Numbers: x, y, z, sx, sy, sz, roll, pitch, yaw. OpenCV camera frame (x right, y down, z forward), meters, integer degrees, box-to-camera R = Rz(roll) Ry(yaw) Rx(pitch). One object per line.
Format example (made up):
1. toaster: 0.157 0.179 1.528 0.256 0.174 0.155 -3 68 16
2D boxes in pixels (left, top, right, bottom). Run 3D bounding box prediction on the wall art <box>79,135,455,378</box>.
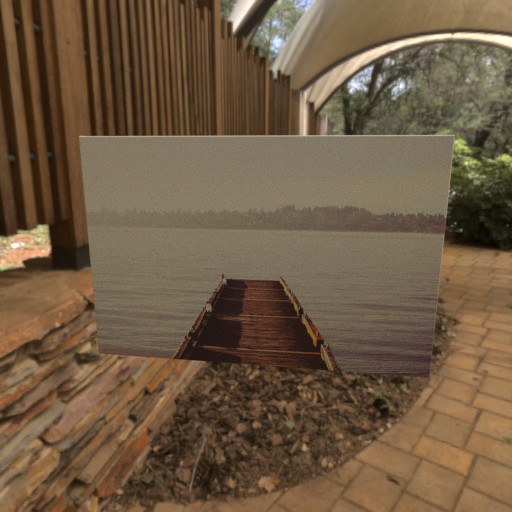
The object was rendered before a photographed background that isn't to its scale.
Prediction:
1. wall art: 0.000 0.000 1.160 0.916 0.609 0.037 2 14 8
